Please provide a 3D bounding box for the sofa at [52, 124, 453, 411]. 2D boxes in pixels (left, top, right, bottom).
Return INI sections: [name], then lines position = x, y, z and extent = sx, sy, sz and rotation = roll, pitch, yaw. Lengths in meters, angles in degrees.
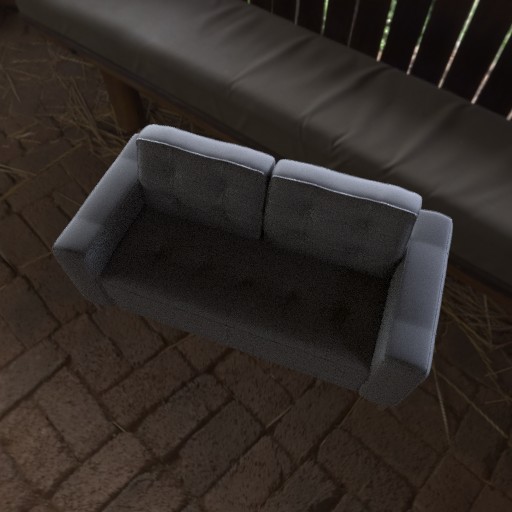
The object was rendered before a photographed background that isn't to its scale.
[sofa]
position = 0.000, 0.000, 2.202
extent = 1.726, 0.892, 0.833
rotation = 17, 59, 11
